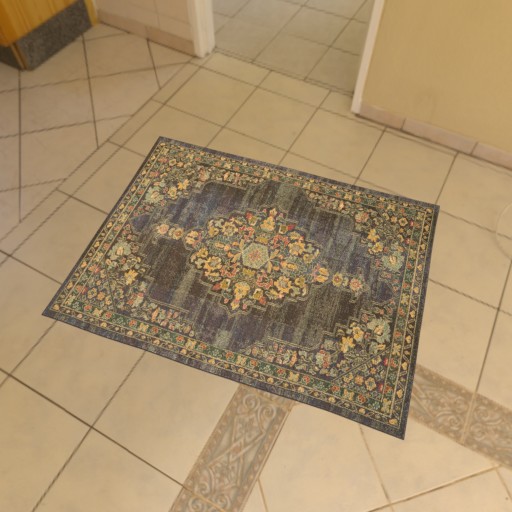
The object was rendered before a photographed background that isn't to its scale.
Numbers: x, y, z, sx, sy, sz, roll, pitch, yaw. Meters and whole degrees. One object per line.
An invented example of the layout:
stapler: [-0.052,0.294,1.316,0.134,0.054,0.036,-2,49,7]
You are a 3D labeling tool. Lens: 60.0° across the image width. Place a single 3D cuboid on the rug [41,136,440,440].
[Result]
rug: [0.000,0.000,4.790,3.612,0.035,2.716,16,59,10]
